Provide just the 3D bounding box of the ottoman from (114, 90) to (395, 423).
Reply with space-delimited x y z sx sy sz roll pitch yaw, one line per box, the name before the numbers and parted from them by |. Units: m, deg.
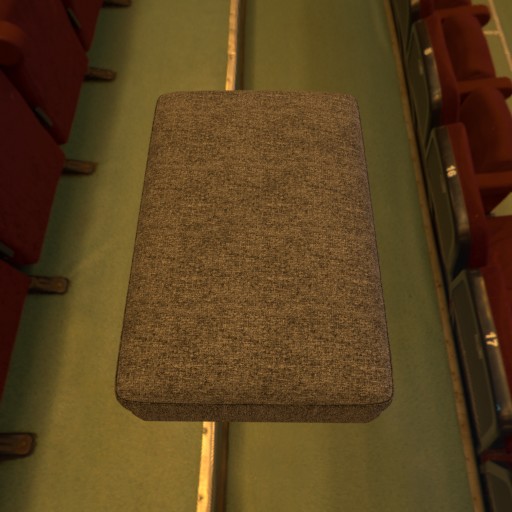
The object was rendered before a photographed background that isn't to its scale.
ottoman | 0.000 0.000 1.215 0.584 0.483 0.864 0 63 0
